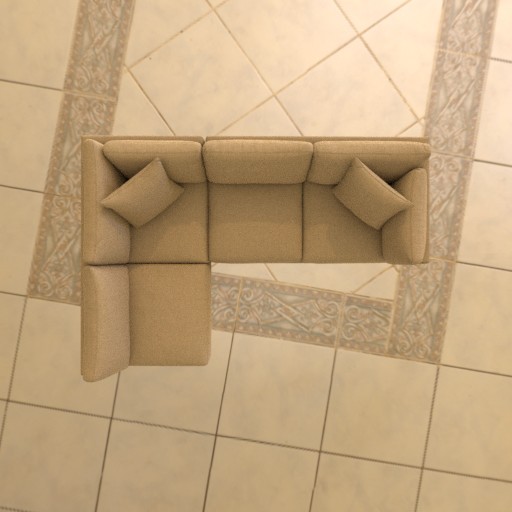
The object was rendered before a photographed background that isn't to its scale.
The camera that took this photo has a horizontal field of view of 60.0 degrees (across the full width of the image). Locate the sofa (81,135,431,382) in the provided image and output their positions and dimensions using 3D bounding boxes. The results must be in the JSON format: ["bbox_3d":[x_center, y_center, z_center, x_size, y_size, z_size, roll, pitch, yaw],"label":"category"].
[{"bbox_3d":[0.000,0.000,3.853,2.896,0.978,1.994,0,90,-1],"label":"sofa"}]
